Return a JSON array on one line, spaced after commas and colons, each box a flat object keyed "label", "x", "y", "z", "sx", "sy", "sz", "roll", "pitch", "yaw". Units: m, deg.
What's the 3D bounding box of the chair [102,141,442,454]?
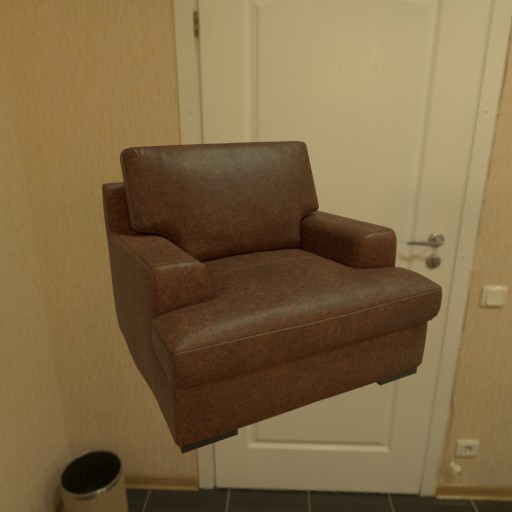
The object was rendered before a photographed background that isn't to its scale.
[{"label": "chair", "x": 0.000, "y": 0.000, "z": 1.993, "sx": 1.168, "sy": 0.939, "sz": 1.143, "roll": -9, "pitch": 20, "yaw": -25}]
